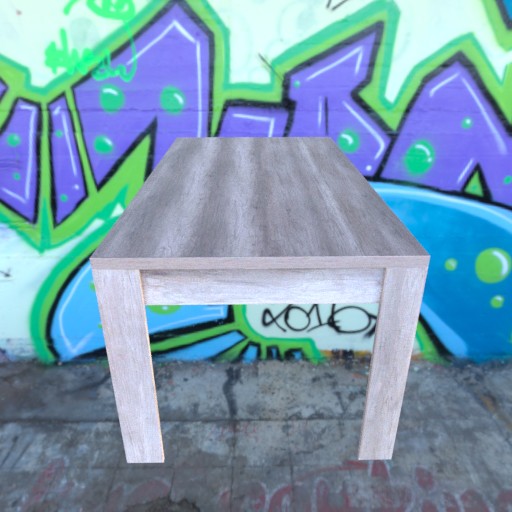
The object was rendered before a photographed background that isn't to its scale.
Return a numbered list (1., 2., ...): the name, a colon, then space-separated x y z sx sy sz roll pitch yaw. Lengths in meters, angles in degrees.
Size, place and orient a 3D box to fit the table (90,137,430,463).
1. table: 0.000 0.000 2.058 0.900 0.775 1.600 0 26 -1
